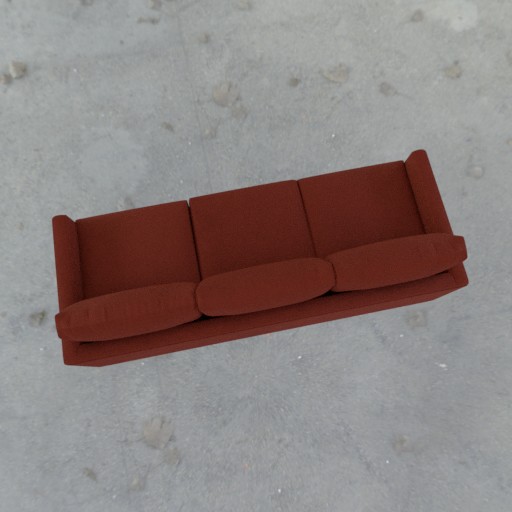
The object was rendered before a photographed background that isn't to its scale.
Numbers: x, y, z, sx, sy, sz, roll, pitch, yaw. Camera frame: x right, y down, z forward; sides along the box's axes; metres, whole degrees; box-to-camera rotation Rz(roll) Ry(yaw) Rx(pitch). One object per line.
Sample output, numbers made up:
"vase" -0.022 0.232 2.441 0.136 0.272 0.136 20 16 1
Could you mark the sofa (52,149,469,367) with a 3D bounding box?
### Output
"sofa" 0.000 0.000 2.653 2.252 0.879 0.875 -11 75 -3
